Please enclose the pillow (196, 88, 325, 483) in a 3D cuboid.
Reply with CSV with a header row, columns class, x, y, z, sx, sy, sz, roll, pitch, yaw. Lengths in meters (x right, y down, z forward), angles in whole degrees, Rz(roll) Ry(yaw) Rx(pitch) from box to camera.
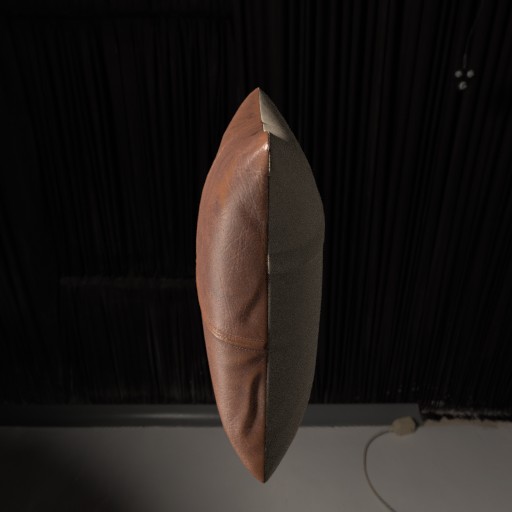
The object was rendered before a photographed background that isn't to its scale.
class,x,y,z,sx,sy,sz,roll,pitch,yaw
pillow,0.000,0.000,0.704,0.192,0.470,0.484,0,26,-1
